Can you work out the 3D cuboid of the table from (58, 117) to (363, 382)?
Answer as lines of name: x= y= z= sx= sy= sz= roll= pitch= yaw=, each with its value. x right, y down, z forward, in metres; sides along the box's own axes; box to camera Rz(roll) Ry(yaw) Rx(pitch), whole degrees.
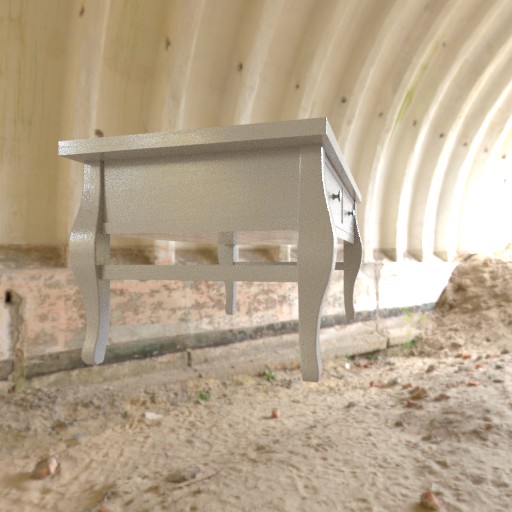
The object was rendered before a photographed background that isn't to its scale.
table: x=0.000 y=0.000 z=1.390 sx=0.600 sy=0.495 sz=1.062 roll=0 pitch=0 yaw=17
